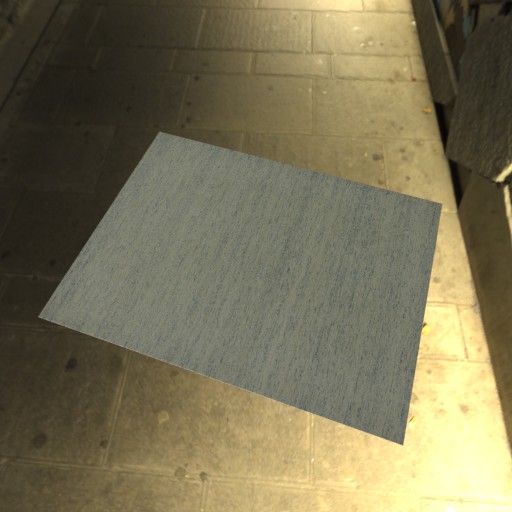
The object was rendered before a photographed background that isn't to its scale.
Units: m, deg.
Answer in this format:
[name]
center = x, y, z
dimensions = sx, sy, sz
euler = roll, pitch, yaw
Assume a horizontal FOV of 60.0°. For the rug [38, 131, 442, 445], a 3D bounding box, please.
[rug]
center = 0.000, 0.000, 4.216
dimensions = 3.197, 0.006, 2.438
euler = 17, 60, 10
